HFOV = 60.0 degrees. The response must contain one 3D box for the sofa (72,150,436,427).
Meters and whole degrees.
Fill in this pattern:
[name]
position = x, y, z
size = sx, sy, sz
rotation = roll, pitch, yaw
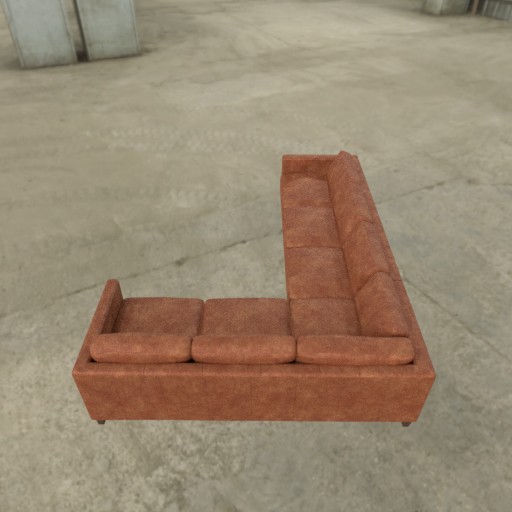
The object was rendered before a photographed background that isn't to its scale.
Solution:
[sofa]
position = 0.000, 0.000, 4.300
size = 2.438, 0.838, 3.167
rotation = 0, 40, 0
